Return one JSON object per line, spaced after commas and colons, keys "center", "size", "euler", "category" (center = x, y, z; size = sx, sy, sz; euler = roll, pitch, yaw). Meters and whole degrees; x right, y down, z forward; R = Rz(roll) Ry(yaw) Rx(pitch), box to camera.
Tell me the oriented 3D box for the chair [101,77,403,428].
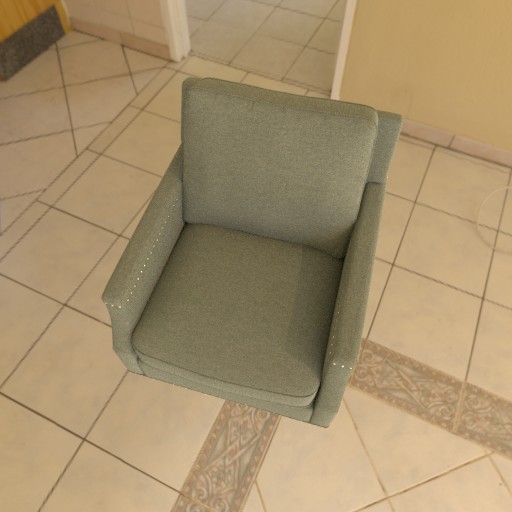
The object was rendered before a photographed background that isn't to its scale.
{"center": [0.000, 0.000, 1.779], "size": [0.885, 1.031, 1.031], "euler": [13, 58, 8], "category": "chair"}
